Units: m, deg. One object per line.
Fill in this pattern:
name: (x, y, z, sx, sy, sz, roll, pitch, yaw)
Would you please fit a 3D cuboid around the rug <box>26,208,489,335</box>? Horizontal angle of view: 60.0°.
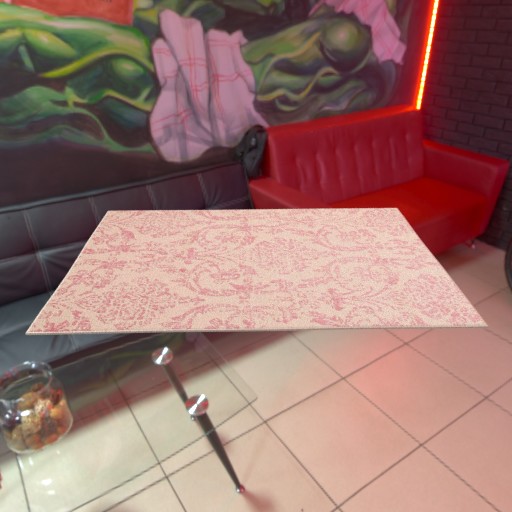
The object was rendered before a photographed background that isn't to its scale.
rug: (0.000, 0.000, 2.289, 1.839, 0.012, 1.219, -1, 29, -1)
